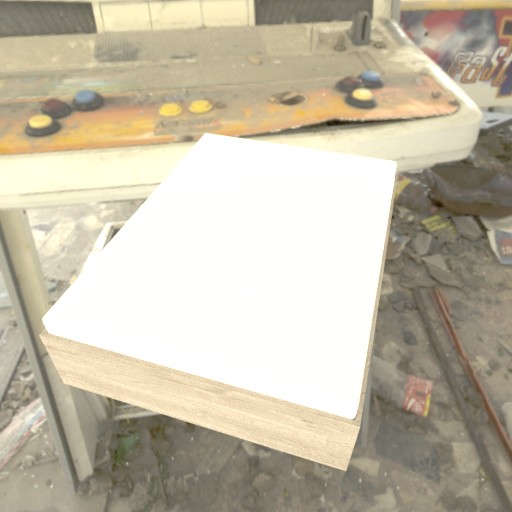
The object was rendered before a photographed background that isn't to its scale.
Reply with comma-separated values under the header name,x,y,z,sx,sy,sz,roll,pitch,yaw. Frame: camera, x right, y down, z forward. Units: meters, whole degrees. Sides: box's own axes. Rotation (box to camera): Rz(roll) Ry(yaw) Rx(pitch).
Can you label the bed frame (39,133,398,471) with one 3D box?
name,x,y,z,sx,sy,sz,roll,pitch,yaw
bed frame,0.000,0.000,2.637,1.448,0.490,1.944,12,43,13
